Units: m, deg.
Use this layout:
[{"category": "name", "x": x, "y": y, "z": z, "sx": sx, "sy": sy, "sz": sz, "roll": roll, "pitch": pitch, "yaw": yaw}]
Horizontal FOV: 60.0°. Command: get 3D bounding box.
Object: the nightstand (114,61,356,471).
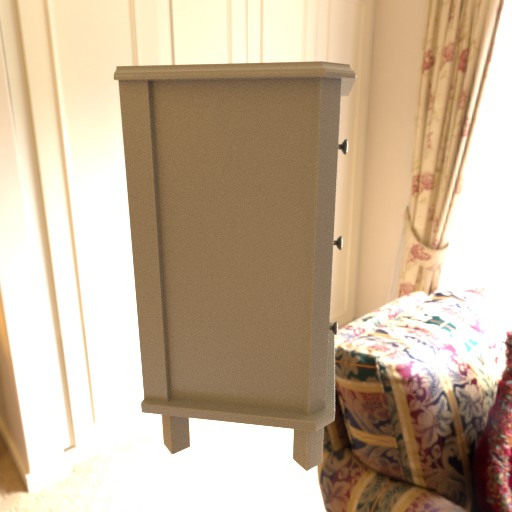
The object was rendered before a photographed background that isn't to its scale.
[{"category": "nightstand", "x": 0.000, "y": 0.000, "z": 0.912, "sx": 0.348, "sy": 0.680, "sz": 0.435, "roll": 3, "pitch": 16, "yaw": 9}]
